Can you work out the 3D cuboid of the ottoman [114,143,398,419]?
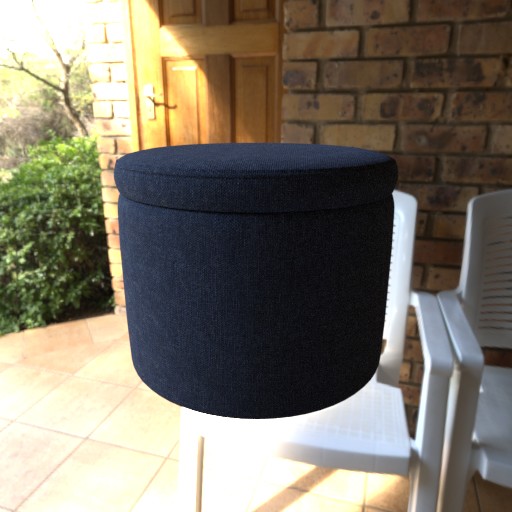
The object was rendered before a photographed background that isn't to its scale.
[{"bbox_3d":[0.000,0.000,0.895,0.520,0.430,0.520,0,18,0],"label":"ottoman"}]
